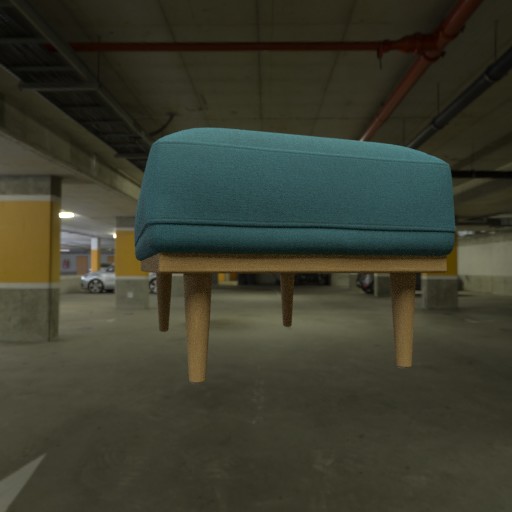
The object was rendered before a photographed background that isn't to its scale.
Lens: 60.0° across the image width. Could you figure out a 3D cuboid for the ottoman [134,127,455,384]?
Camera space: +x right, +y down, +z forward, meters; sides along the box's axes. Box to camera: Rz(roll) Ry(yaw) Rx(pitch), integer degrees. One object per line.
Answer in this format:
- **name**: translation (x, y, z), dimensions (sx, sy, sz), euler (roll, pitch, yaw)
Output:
- **ottoman**: translation (0.000, 0.000, 1.060), dimensions (0.549, 0.428, 0.749), euler (1, -2, -17)
